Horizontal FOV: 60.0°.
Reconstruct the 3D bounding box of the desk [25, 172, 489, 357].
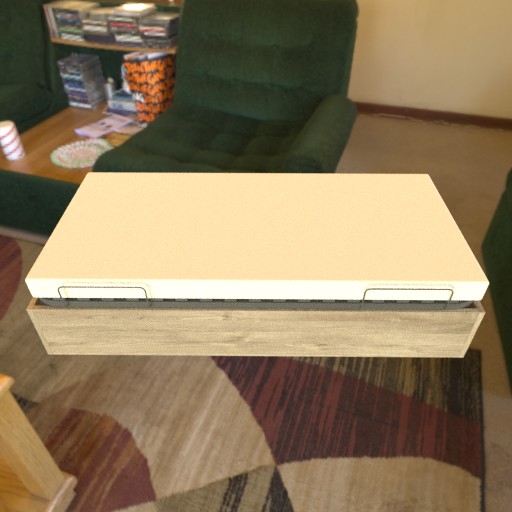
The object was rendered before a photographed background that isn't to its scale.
[{"bbox_3d":[0.000,0.000,2.215,1.900,0.455,0.900,0,40,0],"label":"desk"}]
